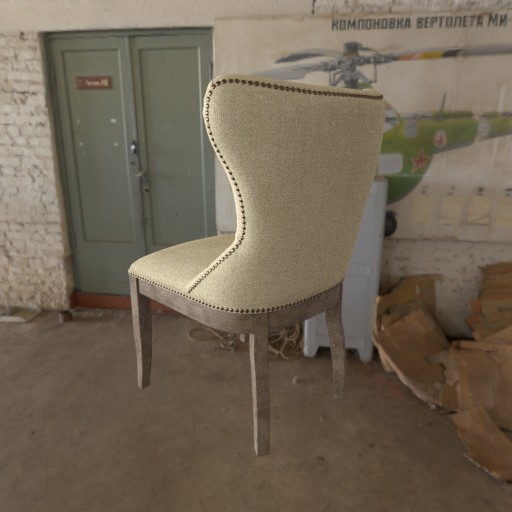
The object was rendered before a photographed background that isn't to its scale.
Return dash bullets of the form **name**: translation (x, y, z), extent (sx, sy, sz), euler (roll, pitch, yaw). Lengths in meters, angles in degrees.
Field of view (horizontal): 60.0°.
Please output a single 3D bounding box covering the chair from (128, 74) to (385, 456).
- **chair**: translation (0.000, 0.000, 1.408), extent (0.654, 1.002, 0.681), euler (-15, 22, -43)
